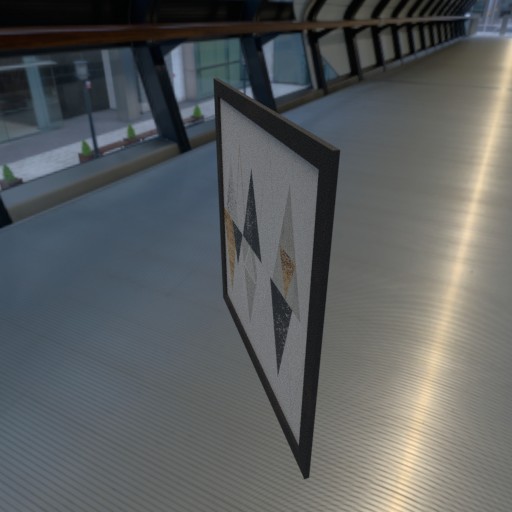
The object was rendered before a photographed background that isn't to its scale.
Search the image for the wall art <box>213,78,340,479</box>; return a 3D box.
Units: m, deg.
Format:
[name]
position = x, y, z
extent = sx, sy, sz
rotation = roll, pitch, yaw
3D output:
[wall art]
position = 0.000, 0.000, 1.237
extent = 0.013, 0.823, 0.823
rotation = -9, 31, -15
